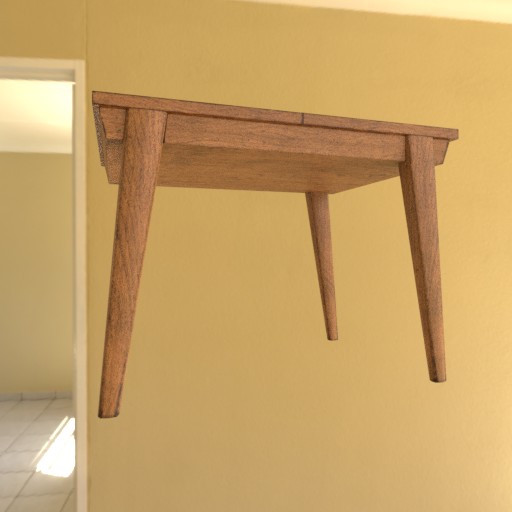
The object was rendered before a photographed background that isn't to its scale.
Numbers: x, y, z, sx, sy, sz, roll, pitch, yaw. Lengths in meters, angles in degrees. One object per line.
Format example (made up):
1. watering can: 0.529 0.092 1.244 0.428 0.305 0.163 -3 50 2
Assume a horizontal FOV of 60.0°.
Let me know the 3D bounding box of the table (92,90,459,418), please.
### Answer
1. table: 0.000 0.000 1.529 1.027 0.760 0.757 0 0 -18
